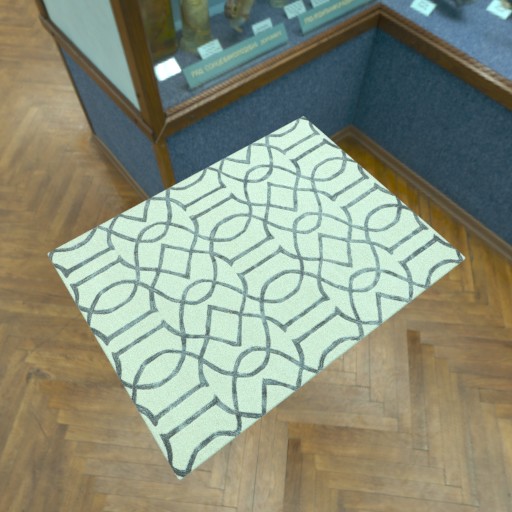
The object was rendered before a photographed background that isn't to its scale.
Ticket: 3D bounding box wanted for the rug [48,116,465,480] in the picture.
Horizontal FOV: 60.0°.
[{"bbox_3d":[0.000,0.000,3.863,2.910,0.021,2.211,-32,64,-18],"label":"rug"}]
